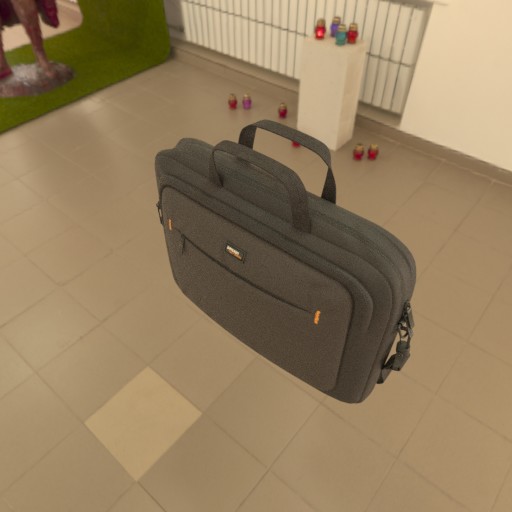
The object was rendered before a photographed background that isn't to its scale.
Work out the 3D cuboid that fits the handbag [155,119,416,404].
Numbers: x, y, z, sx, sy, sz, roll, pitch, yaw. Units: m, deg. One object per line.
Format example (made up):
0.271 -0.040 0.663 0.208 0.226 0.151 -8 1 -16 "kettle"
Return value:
0.000 0.000 0.423 0.320 0.244 0.089 31 53 26 "handbag"
